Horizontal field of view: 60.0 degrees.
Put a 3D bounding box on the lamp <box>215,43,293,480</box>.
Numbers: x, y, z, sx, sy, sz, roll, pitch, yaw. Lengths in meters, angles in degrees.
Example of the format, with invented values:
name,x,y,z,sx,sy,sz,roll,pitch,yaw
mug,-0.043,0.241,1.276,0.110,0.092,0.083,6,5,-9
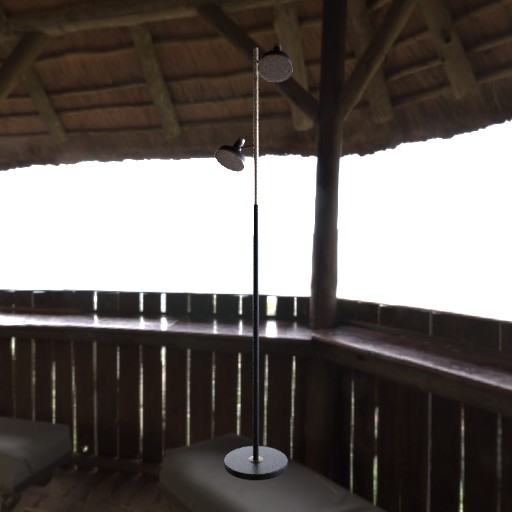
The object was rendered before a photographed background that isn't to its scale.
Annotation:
name,x,y,z,sx,sy,sz,roll,pitch,yaw
lamp,0.000,0.000,1.781,0.351,1.674,0.253,0,0,36
